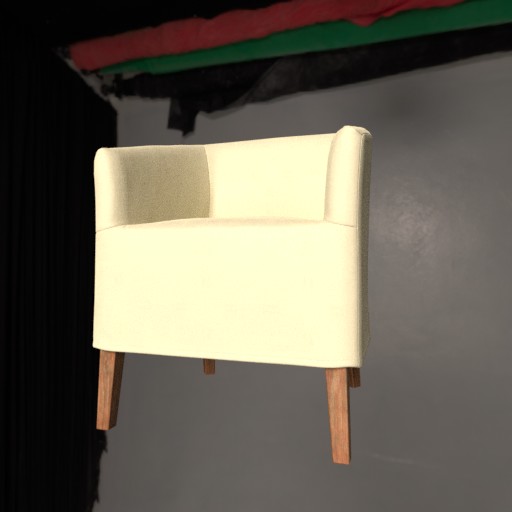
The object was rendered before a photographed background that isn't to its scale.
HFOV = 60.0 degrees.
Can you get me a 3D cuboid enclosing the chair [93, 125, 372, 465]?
[{"bbox_3d":[0.000,0.000,1.259,0.643,0.822,0.657,0,0,18],"label":"chair"}]
